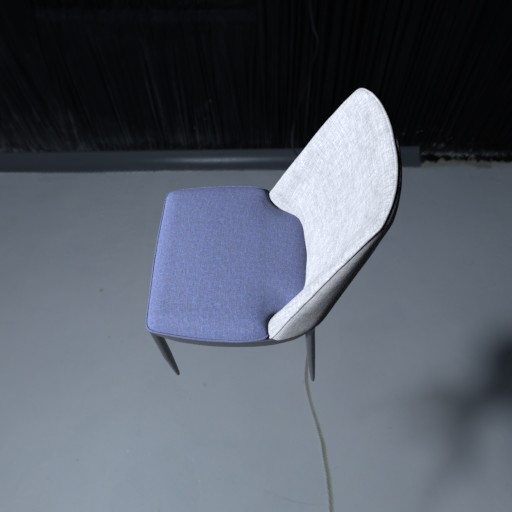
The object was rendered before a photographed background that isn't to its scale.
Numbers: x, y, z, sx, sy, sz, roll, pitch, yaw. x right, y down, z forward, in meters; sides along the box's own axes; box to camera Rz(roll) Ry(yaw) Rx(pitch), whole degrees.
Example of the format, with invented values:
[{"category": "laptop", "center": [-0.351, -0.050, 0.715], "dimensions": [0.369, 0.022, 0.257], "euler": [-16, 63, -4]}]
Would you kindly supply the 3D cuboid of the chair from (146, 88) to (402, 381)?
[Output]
[{"category": "chair", "center": [0.000, 0.000, 1.197], "dimensions": [0.550, 0.855, 0.488], "euler": [1, 59, 1]}]
